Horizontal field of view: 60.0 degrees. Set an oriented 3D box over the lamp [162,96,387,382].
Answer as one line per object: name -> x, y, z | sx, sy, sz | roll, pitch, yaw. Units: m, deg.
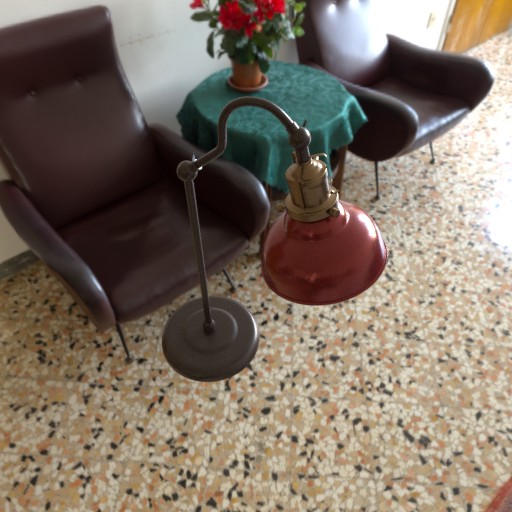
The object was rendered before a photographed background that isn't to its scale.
lamp -> 0.000, 0.000, 0.675 | 0.374, 0.508, 0.192 | 10, 47, 9
